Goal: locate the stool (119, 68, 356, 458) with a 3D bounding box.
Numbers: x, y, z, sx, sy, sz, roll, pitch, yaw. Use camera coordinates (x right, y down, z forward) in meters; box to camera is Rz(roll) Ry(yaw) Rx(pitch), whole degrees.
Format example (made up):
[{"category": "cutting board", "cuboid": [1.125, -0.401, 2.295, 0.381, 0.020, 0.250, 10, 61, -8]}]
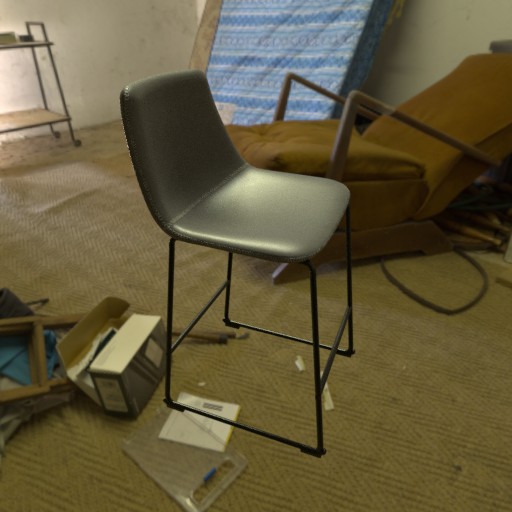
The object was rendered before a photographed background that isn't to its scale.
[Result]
[{"category": "stool", "cuboid": [0.000, 0.000, 1.180, 0.546, 0.876, 0.470, 11, 32, 19]}]
